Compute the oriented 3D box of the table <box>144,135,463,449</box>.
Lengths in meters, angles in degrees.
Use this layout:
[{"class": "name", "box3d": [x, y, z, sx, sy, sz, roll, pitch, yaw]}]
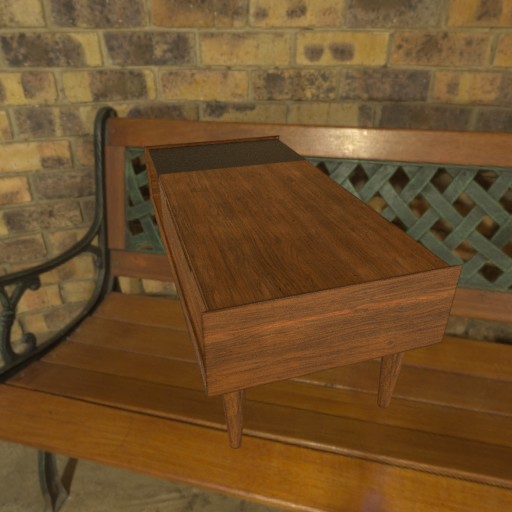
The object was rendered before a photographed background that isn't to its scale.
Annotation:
[{"class": "table", "box3d": [0.000, 0.000, 1.568, 0.610, 0.508, 1.221, -9, 31, -15]}]
